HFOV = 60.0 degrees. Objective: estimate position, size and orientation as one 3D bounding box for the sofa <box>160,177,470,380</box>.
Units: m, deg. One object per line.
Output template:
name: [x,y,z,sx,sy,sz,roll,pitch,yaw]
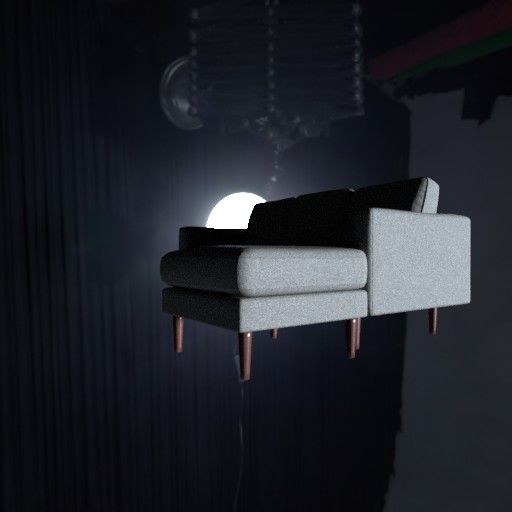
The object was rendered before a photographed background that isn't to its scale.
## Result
sofa: [0.000,0.000,2.954,1.667,0.957,2.055,0,1,-36]
